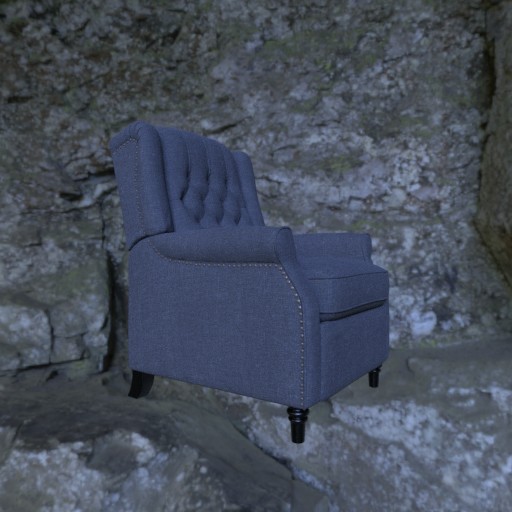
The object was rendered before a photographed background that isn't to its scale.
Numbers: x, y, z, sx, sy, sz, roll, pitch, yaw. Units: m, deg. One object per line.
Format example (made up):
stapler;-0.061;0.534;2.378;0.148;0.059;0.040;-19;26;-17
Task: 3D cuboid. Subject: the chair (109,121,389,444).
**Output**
chair;0.000;0.000;1.690;0.898;1.035;0.742;1;1;35
